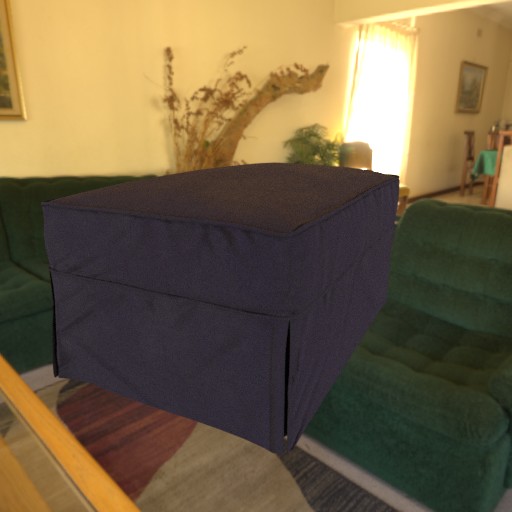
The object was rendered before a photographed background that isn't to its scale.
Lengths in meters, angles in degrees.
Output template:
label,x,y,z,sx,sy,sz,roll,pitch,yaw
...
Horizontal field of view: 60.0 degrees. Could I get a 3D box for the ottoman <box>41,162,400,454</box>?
label,x,y,z,sx,sy,sz,roll,pitch,yaw
ottoman,0.000,0.000,1.277,0.637,0.503,0.938,8,19,26
